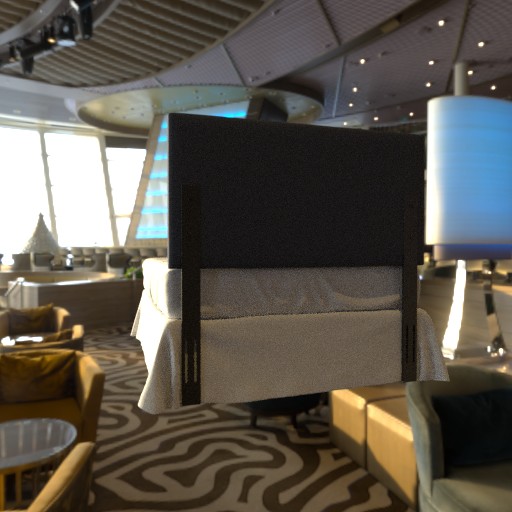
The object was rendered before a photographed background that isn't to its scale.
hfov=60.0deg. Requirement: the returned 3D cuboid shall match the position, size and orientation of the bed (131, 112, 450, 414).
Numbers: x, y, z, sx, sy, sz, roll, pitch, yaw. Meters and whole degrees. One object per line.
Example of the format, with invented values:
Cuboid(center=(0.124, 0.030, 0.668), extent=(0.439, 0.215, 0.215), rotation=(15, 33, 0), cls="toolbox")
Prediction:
Cuboid(center=(0.000, 0.000, 3.565), extent=(1.936, 1.577, 2.222), rotation=(0, 1, -17), cls="bed")
